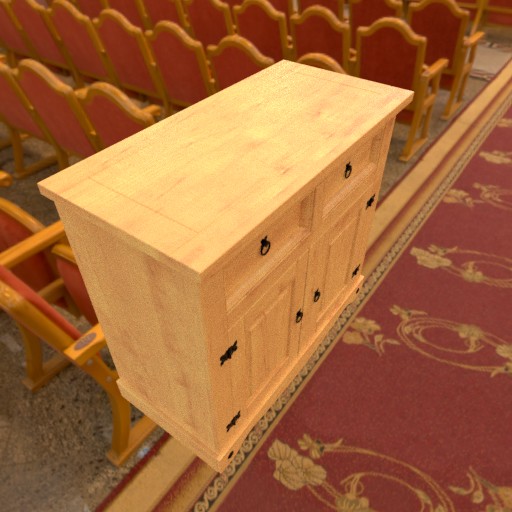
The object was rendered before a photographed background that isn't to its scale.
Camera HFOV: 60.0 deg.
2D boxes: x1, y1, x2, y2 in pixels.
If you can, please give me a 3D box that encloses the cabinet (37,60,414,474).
[{"bbox_3d":[0.000,0.000,1.376,0.450,0.840,0.920,26,48,26],"label":"cabinet"}]
